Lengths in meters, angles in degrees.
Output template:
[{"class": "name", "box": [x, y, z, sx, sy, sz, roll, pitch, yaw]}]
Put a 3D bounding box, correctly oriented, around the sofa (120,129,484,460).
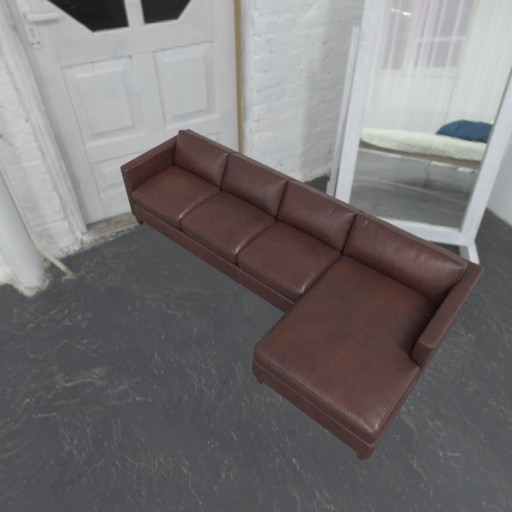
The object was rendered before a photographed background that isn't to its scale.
[{"class": "sofa", "box": [0.000, 0.000, 3.854, 3.203, 0.883, 1.581, 31, 53, 26]}]
